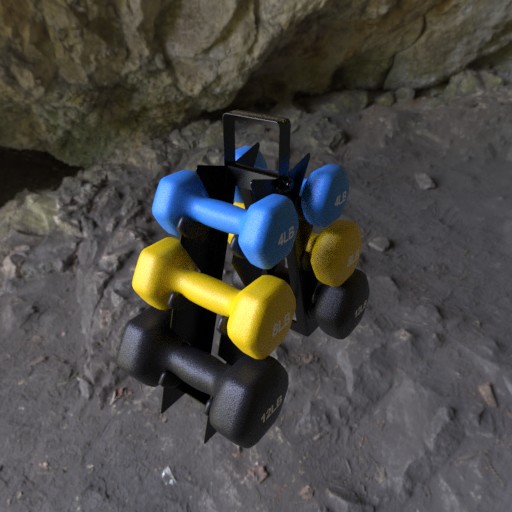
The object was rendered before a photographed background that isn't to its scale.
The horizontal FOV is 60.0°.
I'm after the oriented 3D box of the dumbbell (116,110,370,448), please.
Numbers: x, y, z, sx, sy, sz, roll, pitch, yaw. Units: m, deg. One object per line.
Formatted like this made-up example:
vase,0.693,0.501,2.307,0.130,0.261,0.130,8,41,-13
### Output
dumbbell,0.000,0.000,0.687,0.255,0.426,0.409,21,36,31
